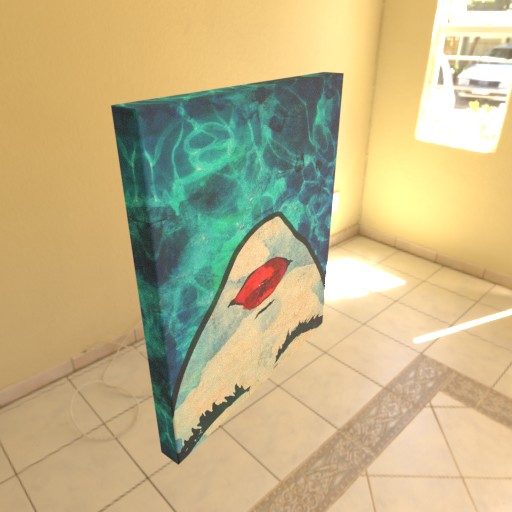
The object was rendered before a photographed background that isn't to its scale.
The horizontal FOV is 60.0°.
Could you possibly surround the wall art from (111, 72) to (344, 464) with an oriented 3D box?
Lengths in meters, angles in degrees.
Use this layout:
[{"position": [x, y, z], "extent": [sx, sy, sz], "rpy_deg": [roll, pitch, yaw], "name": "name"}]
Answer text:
[{"position": [0.000, 0.000, 0.702], "extent": [0.038, 0.508, 0.432], "rpy_deg": [19, 33, 32], "name": "wall art"}]
